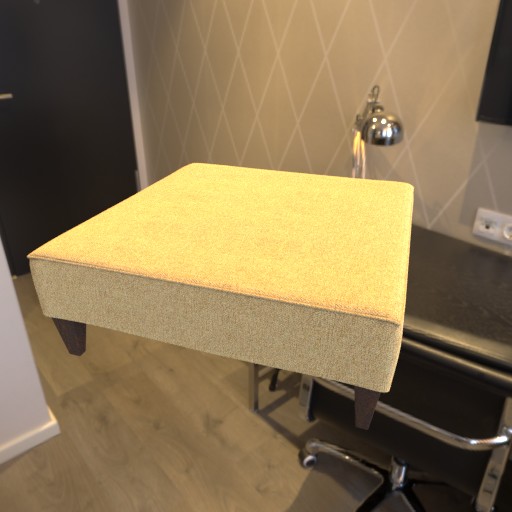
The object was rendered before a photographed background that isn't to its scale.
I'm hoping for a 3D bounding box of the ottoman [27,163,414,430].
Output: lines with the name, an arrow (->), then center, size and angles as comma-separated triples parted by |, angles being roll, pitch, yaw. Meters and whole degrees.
ottoman -> 0.000, 0.000, 1.508 | 0.970, 0.378, 0.981 | 9, 28, 17
